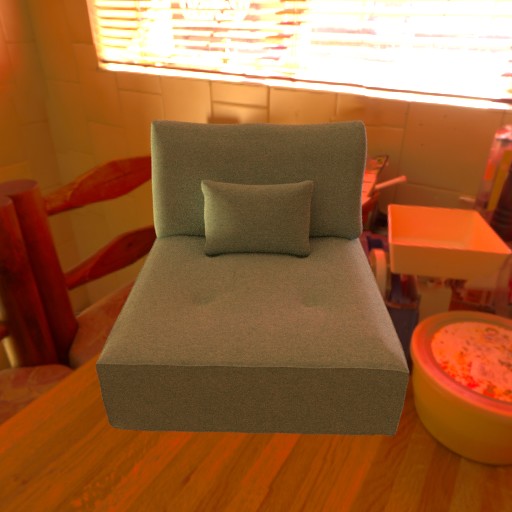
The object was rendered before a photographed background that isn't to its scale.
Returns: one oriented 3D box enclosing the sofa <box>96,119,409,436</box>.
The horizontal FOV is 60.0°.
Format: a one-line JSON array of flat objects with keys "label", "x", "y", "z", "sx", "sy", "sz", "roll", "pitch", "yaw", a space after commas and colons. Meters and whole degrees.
[{"label": "sofa", "x": 0.000, "y": 0.000, "z": 1.683, "sx": 0.930, "sy": 0.820, "sz": 1.000, "roll": 1, "pitch": 29, "yaw": 1}]
